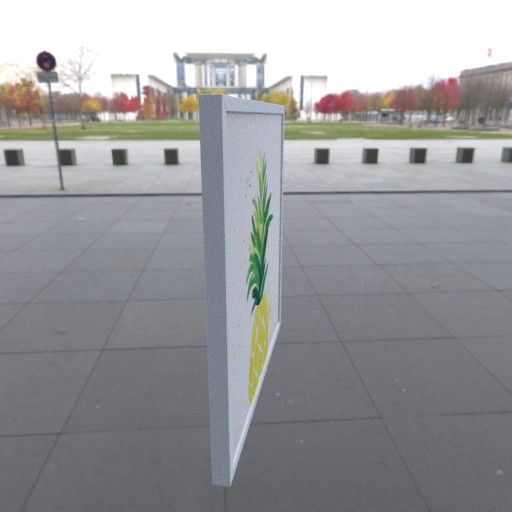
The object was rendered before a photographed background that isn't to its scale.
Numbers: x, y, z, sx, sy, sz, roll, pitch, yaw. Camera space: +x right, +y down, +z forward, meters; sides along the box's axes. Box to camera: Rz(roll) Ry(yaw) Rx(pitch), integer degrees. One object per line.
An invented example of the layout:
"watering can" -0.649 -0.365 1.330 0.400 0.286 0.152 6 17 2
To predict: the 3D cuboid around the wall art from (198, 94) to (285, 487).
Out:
"wall art" 0.000 0.000 1.160 0.038 0.761 0.763 3 18 10
